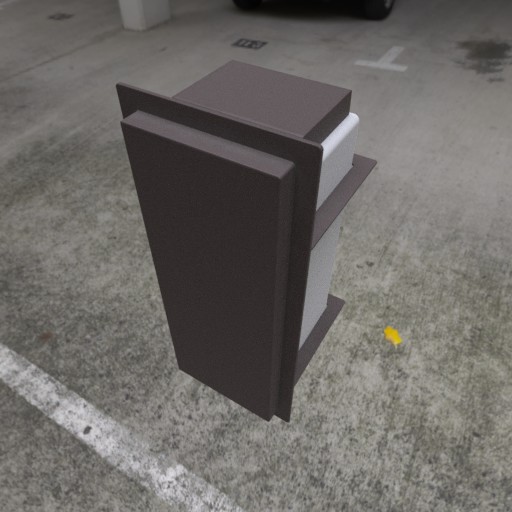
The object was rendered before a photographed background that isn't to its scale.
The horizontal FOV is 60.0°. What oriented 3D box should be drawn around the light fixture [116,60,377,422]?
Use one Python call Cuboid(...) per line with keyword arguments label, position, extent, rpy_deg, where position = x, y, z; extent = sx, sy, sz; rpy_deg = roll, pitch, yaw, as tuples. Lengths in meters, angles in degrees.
Cuboid(label="light fixture", position=(0.000, 0.000, 0.426), extent=(0.153, 0.347, 0.146), rpy_deg=(24, 50, 22))
